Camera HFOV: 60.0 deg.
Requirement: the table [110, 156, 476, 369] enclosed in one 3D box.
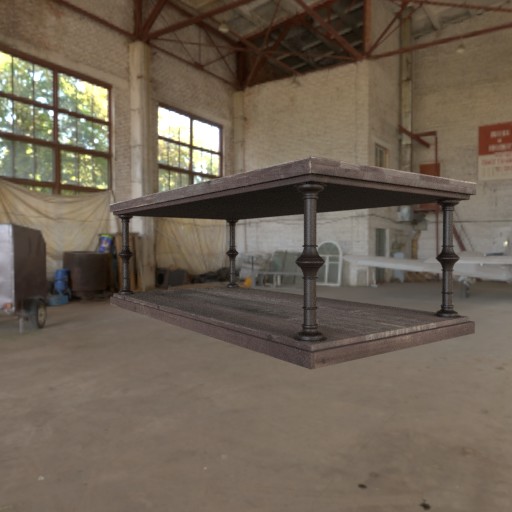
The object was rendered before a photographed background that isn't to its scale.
[{"bbox_3d":[0.000,0.000,1.375,0.554,0.373,1.088,-1,1,-36],"label":"table"}]
